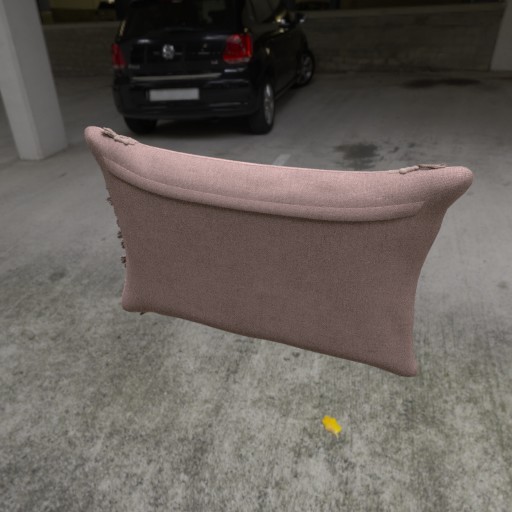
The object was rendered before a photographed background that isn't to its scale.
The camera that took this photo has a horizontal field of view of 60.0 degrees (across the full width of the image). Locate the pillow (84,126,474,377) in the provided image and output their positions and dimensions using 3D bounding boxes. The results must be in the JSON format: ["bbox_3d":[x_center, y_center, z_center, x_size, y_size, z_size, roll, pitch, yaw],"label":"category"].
[{"bbox_3d":[0.000,0.000,0.587,0.466,0.305,0.084,10,34,15],"label":"pillow"}]
